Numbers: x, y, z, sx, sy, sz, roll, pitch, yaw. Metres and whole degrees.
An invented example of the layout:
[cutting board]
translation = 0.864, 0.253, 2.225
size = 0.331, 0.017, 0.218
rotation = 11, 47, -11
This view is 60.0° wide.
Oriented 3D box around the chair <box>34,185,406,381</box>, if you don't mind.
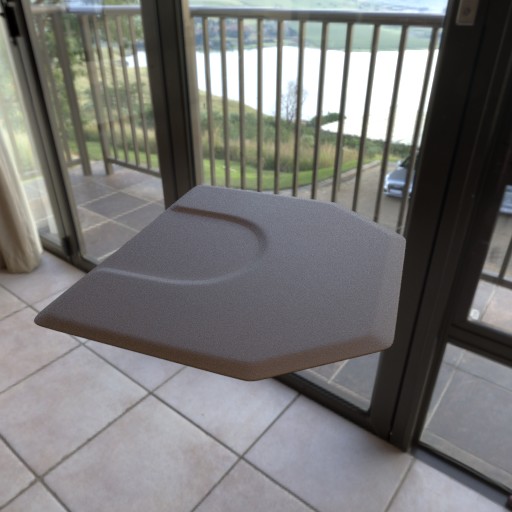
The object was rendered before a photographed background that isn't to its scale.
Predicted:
[chair]
translation = 0.000, 0.000, 1.929
size = 1.219, 0.024, 1.372
rotation = 10, 32, 16
